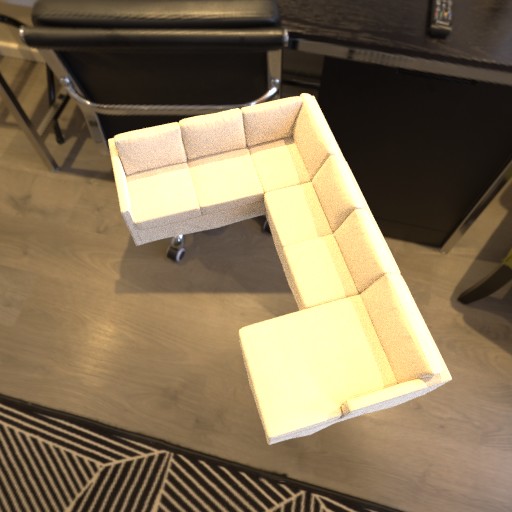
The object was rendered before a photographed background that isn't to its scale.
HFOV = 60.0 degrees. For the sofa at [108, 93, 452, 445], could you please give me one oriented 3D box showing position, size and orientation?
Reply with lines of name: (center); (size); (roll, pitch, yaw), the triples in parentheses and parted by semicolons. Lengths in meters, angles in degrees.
sofa: (0.000, 0.000, 4.506); (2.427, 0.882, 3.460); (-15, 64, -7)
